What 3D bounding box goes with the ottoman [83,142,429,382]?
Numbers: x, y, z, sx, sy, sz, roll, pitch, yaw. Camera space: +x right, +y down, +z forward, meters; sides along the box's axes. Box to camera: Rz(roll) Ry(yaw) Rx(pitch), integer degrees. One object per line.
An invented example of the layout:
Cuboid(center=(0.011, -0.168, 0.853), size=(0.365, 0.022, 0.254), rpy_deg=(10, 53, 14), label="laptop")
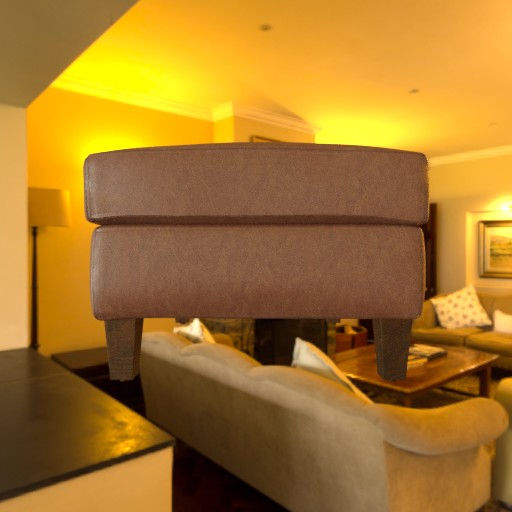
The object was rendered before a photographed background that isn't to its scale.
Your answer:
Cuboid(center=(0.000, 0.000, 1.211), size=(0.650, 0.485, 0.851), rpy_deg=(0, 1, 0), label="ottoman")
